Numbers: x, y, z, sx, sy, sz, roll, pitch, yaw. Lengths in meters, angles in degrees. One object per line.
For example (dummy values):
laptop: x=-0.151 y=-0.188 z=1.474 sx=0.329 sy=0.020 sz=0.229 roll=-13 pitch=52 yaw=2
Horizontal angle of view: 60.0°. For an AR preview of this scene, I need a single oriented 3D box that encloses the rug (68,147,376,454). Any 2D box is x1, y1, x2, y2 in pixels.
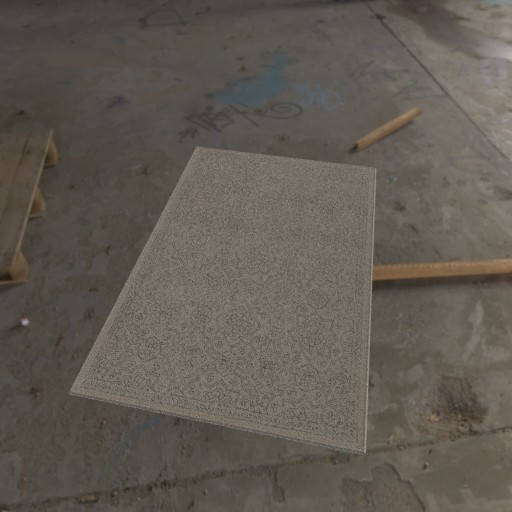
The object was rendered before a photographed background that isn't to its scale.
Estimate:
rug: x=0.000 y=0.000 z=2.359 sx=1.219 sy=0.010 sz=1.829 roll=9 pitch=48 yaw=8
